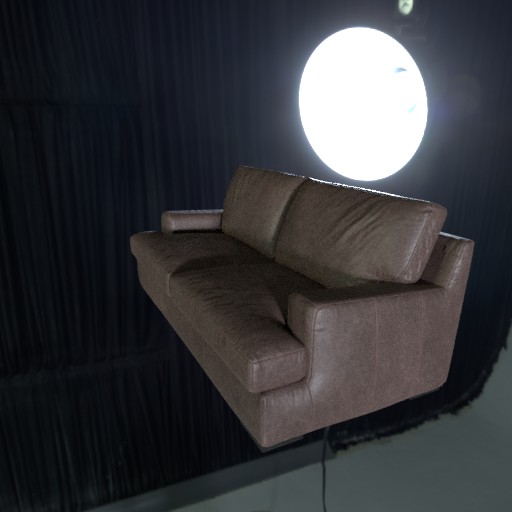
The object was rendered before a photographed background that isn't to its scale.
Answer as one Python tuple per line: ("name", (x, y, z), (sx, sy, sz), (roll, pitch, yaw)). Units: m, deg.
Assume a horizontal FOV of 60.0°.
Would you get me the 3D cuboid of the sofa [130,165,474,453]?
("sofa", (0.000, 0.000, 2.768), (1.143, 0.941, 2.261), (-8, 18, -25))
